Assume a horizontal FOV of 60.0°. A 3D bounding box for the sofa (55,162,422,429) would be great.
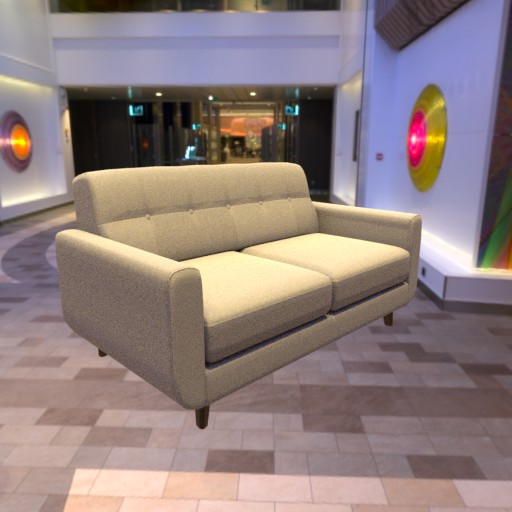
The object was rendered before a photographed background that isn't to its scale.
[{"bbox_3d":[0.000,0.000,2.247,1.655,0.892,0.980,-13,19,-43],"label":"sofa"}]
